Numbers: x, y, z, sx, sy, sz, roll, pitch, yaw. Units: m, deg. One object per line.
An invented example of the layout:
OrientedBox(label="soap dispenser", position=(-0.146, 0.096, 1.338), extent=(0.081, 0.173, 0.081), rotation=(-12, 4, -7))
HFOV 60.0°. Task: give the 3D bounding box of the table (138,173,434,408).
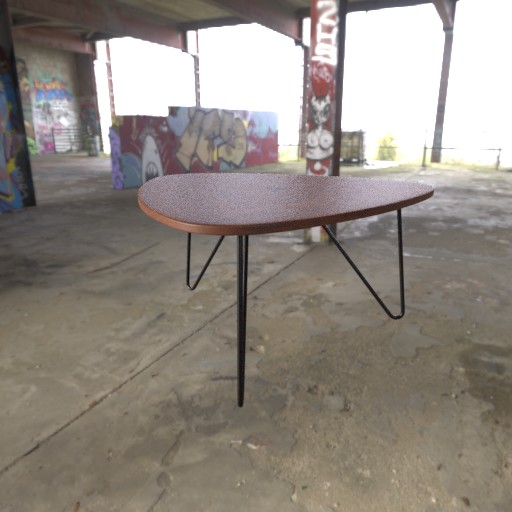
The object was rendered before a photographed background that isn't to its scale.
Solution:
OrientedBox(label="table", position=(0.000, 0.000, 1.310), extent=(0.833, 0.413, 0.821), rotation=(-15, 22, -41))
